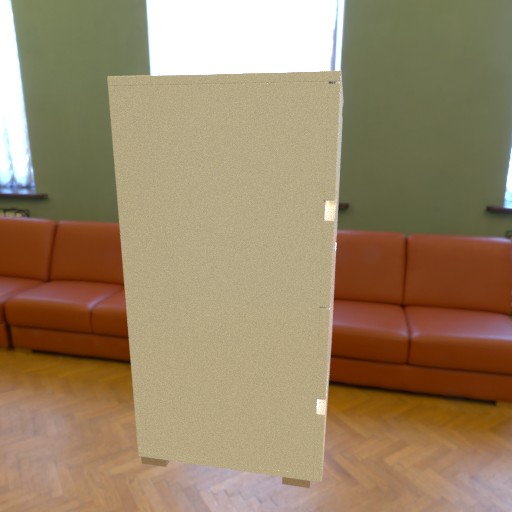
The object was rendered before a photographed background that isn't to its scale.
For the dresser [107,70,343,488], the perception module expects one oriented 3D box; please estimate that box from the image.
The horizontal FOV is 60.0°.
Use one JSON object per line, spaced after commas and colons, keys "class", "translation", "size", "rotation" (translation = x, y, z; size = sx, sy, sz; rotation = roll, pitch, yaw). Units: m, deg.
{"class": "dresser", "translation": [0.000, 0.000, 1.146], "size": [0.400, 0.800, 0.650], "rotation": [3, 16, 11]}
